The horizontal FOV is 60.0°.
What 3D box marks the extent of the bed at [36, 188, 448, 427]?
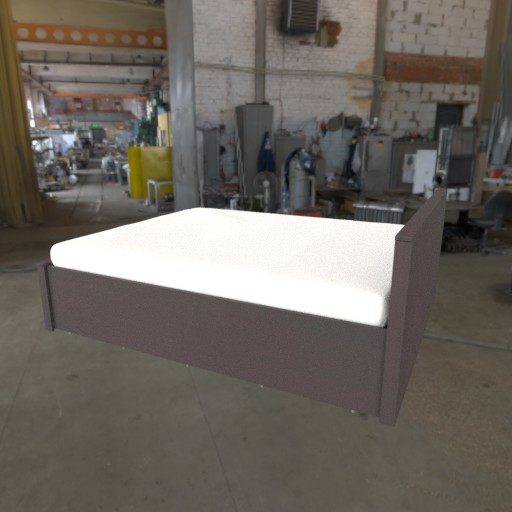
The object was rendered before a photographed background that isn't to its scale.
[{"bbox_3d":[0.000,0.000,2.883,2.103,0.808,1.634,8,17,26],"label":"bed"}]
